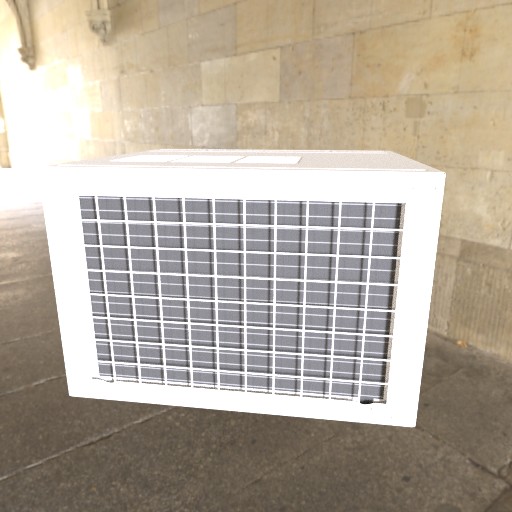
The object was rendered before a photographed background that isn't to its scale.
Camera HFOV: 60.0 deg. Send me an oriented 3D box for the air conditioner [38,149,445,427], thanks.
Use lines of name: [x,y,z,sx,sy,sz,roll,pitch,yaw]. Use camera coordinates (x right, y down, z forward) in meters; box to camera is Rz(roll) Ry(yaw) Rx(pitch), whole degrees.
air conditioner: [0.000,0.000,1.032,0.645,0.455,0.599,2,17,8]
